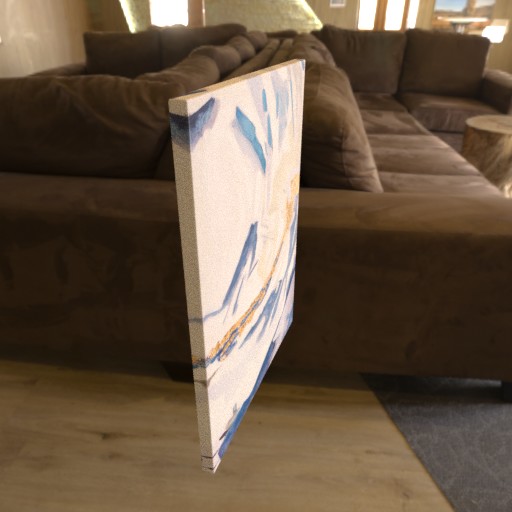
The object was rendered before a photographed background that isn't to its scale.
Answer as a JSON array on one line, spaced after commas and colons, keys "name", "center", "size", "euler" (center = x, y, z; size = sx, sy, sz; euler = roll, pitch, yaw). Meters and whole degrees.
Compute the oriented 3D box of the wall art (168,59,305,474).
[{"name": "wall art", "center": [0.000, 0.000, 1.323], "size": [0.038, 1.015, 0.761], "euler": [11, 31, 18]}]
